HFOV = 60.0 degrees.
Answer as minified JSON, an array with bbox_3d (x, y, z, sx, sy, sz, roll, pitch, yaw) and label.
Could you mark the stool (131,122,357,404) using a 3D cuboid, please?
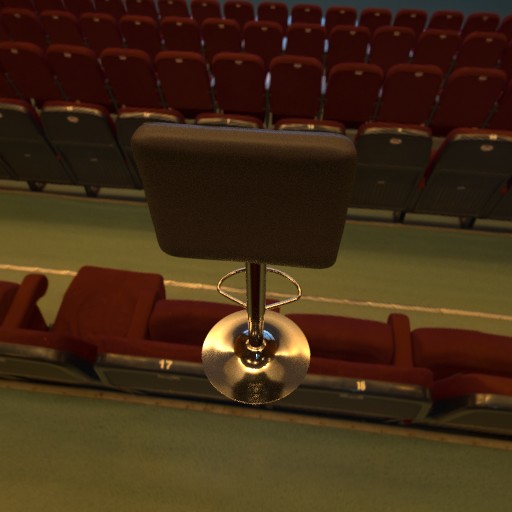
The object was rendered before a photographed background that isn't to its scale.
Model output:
[{"bbox_3d":[0.000,0.000,1.346,0.430,1.115,0.505,5,47,4],"label":"stool"}]
